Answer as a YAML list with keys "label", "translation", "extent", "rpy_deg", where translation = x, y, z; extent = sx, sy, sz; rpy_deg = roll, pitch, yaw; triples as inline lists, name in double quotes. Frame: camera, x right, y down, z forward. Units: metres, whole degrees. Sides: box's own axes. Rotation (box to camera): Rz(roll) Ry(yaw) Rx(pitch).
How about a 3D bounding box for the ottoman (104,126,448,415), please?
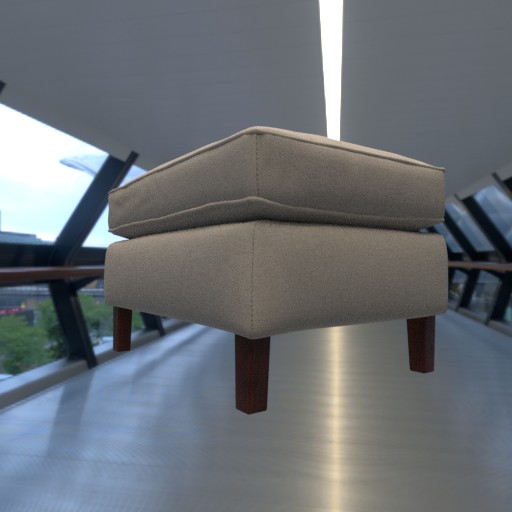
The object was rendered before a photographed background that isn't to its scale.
- label: "ottoman"
  translation: [0.000, 0.000, 0.975]
  extent: [0.501, 0.456, 0.665]
  rpy_deg: [1, -2, -35]
